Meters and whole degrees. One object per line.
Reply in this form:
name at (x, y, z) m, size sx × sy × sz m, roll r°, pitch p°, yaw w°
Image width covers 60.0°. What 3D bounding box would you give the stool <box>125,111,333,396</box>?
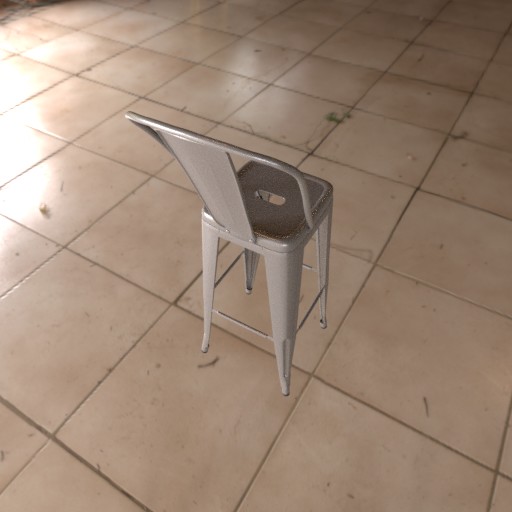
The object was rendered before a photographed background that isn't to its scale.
stool at (0.000, 0.000, 1.321) m, size 0.399 × 1.096 × 0.513 m, roll 23°, pitch 51°, yaw 20°
